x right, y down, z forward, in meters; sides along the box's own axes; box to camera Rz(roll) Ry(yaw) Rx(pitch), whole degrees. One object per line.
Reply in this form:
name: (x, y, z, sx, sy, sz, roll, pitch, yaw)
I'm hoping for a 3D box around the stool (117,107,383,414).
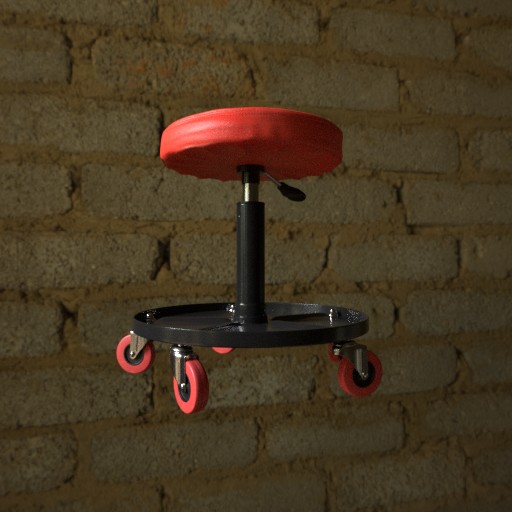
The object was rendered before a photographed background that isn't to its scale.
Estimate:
stool: (0.000, 0.000, 0.677, 0.381, 0.365, 0.382, 0, -1, 37)
